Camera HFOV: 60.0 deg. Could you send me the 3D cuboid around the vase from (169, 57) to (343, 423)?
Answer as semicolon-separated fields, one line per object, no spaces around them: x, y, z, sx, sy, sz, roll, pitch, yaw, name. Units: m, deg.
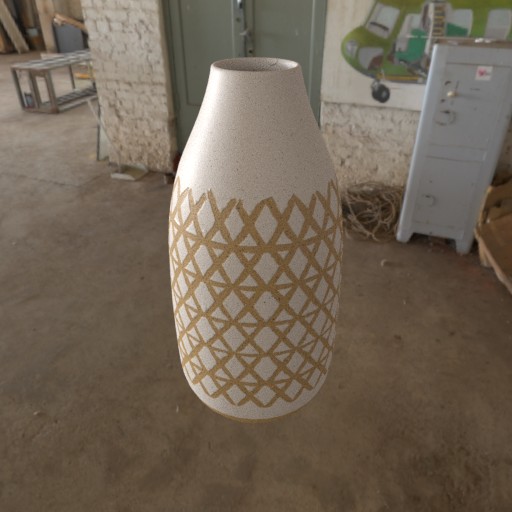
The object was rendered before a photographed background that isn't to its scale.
0.000;0.000;0.472;0.186;0.380;0.186;0;32;0;vase
